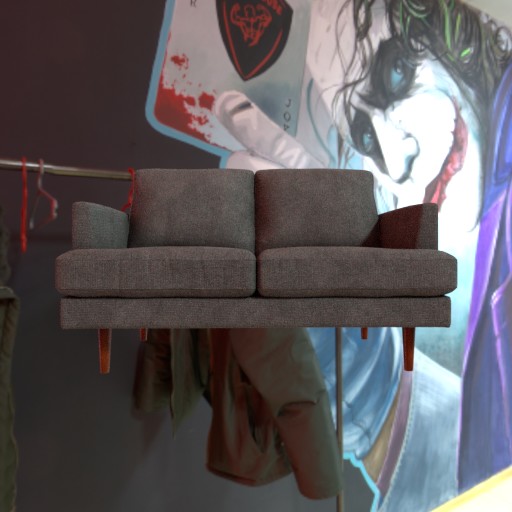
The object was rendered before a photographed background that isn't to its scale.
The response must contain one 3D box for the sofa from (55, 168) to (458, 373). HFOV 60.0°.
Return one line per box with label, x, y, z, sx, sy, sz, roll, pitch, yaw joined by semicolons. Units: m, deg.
sofa;0.000;0.000;2.148;1.582;0.956;0.903;0;0;-1
